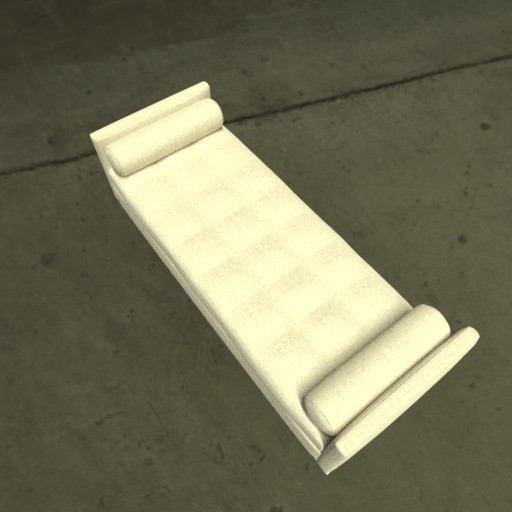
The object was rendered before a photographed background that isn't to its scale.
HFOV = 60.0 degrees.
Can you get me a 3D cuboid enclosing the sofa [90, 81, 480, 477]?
[{"bbox_3d":[0.000,0.000,2.417,0.797,0.655,2.102,-33,64,-19],"label":"sofa"}]
